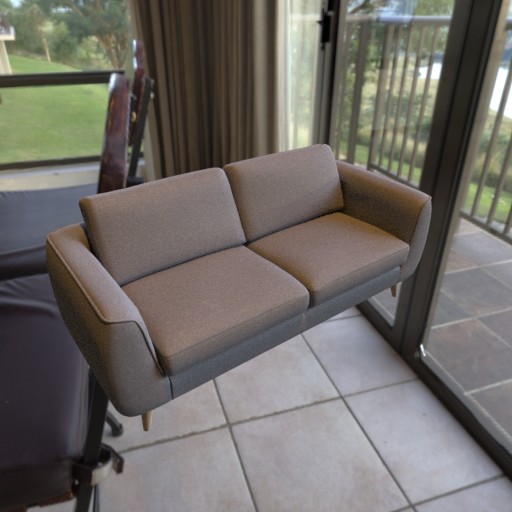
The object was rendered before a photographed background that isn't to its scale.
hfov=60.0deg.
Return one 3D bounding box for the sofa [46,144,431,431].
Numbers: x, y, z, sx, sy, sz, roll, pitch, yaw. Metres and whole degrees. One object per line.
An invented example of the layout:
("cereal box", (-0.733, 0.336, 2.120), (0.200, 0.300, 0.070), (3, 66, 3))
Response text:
("sofa", (0.000, 0.000, 2.491), (2.000, 0.870, 0.920), (-20, 36, -31))
